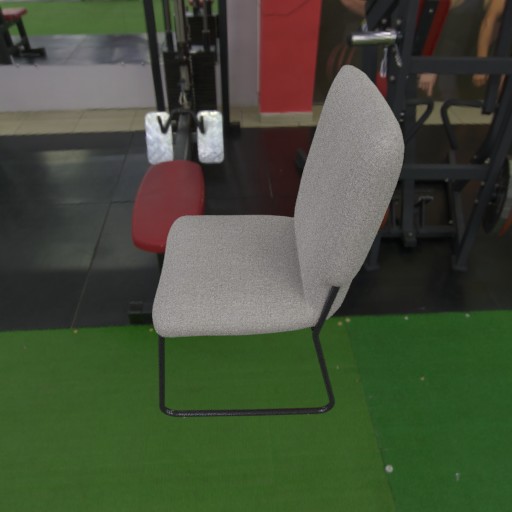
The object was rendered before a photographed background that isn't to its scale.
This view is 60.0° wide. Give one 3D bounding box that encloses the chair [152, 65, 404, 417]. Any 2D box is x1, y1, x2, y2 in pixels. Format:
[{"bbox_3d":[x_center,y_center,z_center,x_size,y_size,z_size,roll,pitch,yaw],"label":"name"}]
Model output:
[{"bbox_3d":[0.000,0.000,1.176,0.560,0.864,0.448,-1,41,-1],"label":"chair"}]
